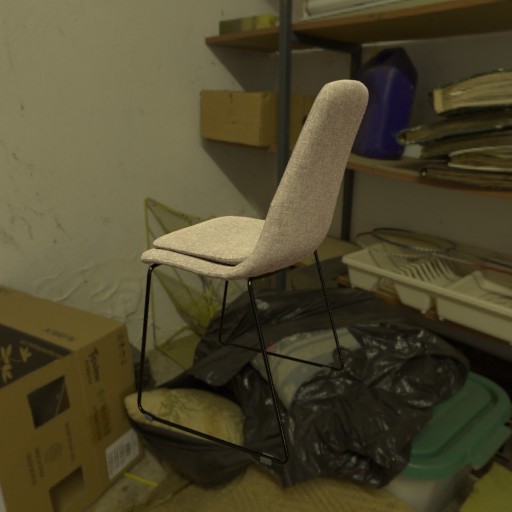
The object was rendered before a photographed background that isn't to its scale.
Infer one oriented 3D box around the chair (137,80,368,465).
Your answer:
[{"bbox_3d":[0.000,0.000,1.192,0.518,0.858,0.479,8,18,25],"label":"chair"}]
